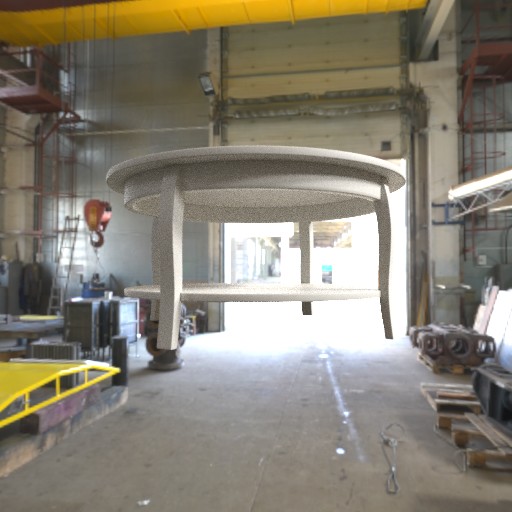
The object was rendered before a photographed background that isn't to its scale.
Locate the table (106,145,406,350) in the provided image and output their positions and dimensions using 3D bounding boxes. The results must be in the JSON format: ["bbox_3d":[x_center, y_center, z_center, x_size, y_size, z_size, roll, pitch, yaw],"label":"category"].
[{"bbox_3d":[0.000,0.000,1.415,0.910,0.457,0.910,0,-2,0],"label":"table"}]
